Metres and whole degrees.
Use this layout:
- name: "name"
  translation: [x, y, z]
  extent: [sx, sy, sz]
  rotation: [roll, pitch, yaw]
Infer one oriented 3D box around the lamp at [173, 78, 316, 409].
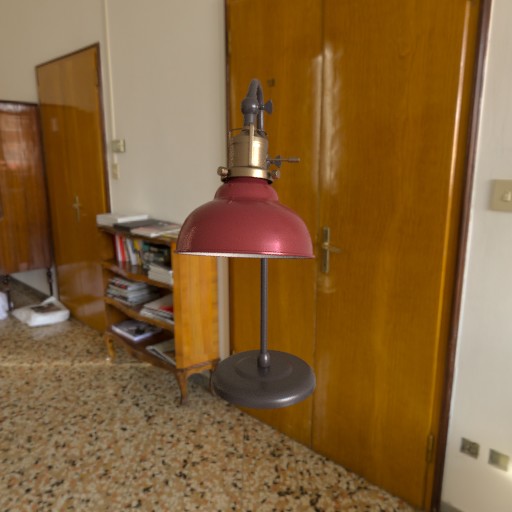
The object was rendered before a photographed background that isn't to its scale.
- name: "lamp"
  translation: [0.000, 0.000, 0.675]
  extent: [0.192, 0.508, 0.374]
  rotation: [2, 12, 8]
